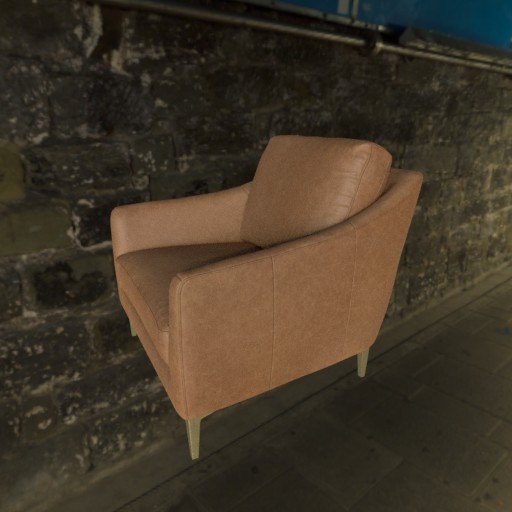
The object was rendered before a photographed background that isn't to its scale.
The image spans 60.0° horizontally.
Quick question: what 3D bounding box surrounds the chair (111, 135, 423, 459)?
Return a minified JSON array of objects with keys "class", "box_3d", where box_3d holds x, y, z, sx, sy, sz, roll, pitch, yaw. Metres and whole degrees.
[{"class":"chair","box_3d":[0.000,0.000,1.733,0.963,0.895,0.988,-8,19,-25]}]
